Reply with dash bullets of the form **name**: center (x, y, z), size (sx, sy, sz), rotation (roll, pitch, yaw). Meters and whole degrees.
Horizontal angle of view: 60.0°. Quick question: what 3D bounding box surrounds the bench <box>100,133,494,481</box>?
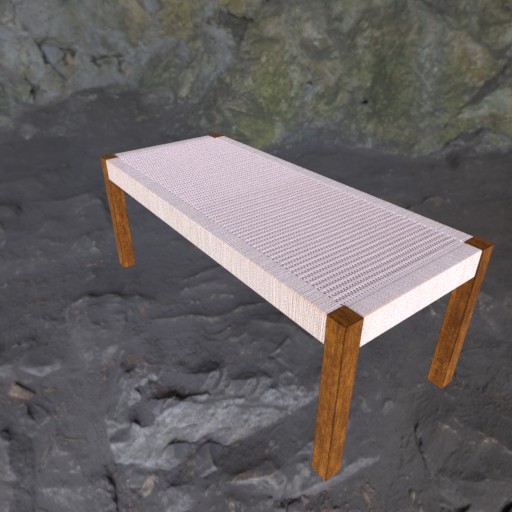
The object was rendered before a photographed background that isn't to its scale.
- **bench**: center (0.000, 0.000, 1.442), size (0.507, 0.457, 1.198), rotation (-21, 37, -31)
